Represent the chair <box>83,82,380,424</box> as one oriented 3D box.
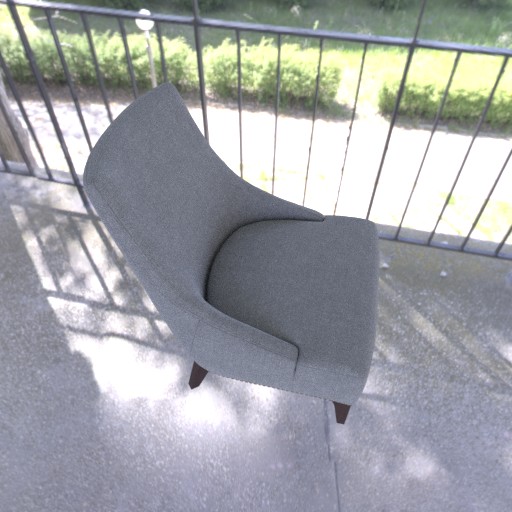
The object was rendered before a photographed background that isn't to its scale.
[{"bbox_3d":[0.000,0.000,1.509,0.861,0.909,0.701,10,48,9],"label":"chair"}]
